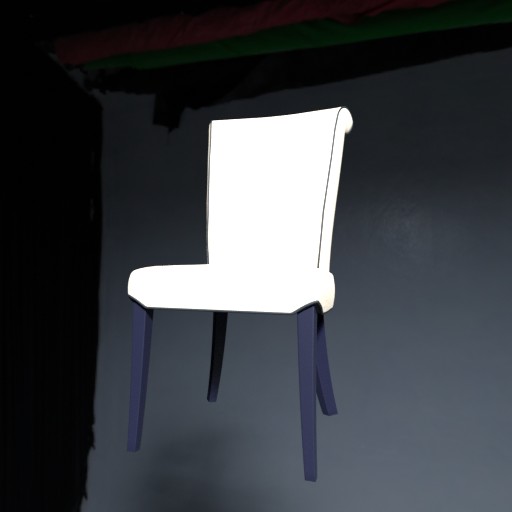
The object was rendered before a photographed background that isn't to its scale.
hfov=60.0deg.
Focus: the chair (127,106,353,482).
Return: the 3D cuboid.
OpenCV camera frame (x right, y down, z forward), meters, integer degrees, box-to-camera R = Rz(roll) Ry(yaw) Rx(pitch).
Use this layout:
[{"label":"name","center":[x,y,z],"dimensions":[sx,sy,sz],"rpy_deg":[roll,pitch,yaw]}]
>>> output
[{"label":"chair","center":[0.000,0.000,1.343],"dimensions":[0.522,0.997,0.623],"rpy_deg":[0,0,19]}]
